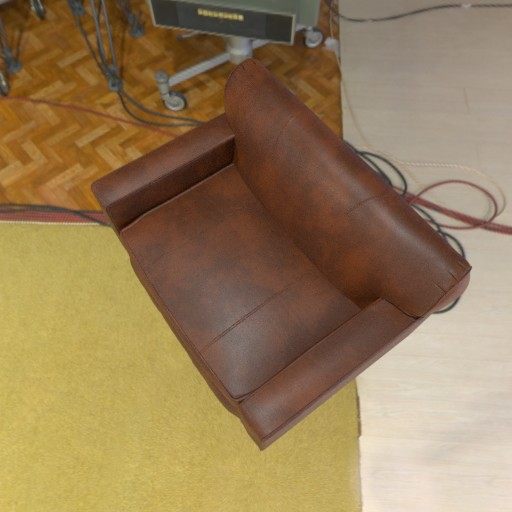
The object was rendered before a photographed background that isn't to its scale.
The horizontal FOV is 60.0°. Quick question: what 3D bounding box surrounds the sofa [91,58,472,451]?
[{"bbox_3d":[0.000,0.000,2.070,1.000,0.956,1.413,-33,68,-15],"label":"sofa"}]
